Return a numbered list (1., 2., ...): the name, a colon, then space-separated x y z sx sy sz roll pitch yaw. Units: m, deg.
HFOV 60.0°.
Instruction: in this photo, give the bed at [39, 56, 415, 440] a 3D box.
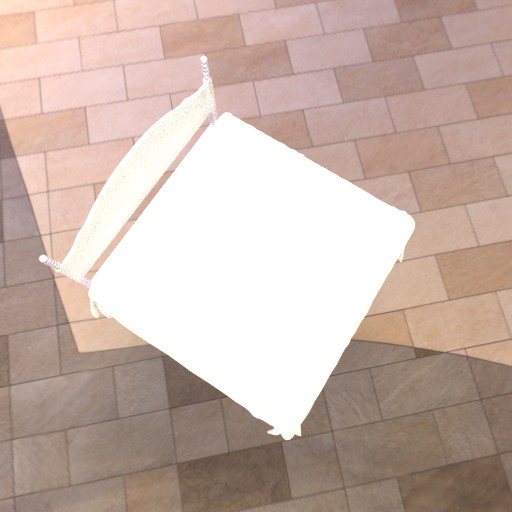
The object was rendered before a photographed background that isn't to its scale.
1. bed: 0.000 0.000 3.614 2.219 1.355 2.322 32 77 8
